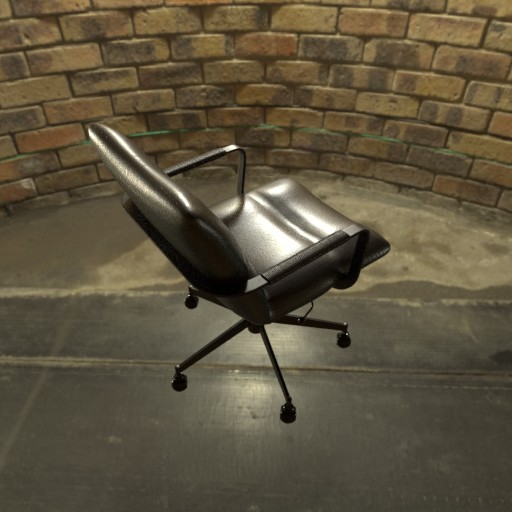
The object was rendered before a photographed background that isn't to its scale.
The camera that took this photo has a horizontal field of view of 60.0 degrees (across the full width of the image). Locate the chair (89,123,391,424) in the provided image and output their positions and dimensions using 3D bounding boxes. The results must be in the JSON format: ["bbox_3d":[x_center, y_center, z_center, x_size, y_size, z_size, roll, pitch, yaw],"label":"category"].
[{"bbox_3d":[0.000,0.000,1.484,0.748,0.922,0.719,-25,46,-27],"label":"chair"}]
